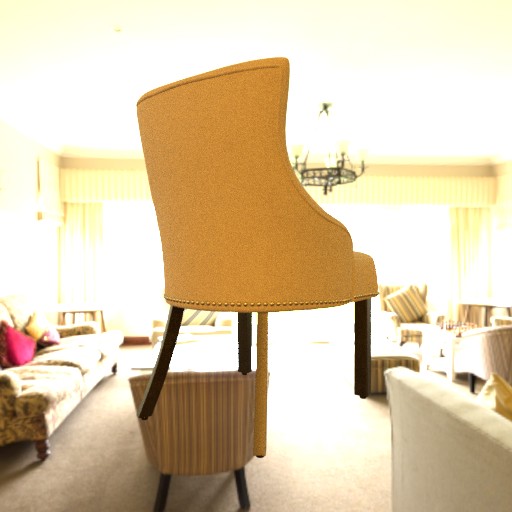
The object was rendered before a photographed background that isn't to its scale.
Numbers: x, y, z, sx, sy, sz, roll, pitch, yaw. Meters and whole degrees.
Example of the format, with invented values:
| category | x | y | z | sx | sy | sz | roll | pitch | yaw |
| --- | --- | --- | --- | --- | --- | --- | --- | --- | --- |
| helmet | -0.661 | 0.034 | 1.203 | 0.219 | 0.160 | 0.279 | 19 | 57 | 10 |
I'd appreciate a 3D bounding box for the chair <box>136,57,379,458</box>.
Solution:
| category | x | y | z | sx | sy | sz | roll | pitch | yaw |
| --- | --- | --- | --- | --- | --- | --- | --- | --- | --- |
| chair | 0.000 | 0.000 | 1.336 | 0.566 | 0.909 | 0.629 | 0 | 1 | 35 |
